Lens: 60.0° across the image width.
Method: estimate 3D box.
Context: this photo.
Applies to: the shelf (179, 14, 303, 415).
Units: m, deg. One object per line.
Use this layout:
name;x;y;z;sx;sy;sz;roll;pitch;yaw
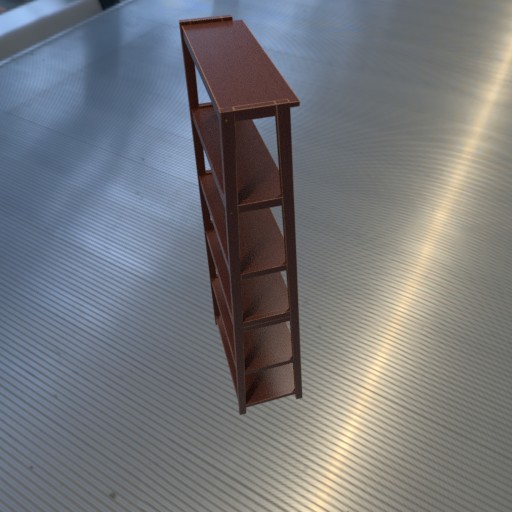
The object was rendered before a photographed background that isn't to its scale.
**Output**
shelf;0.000;0.000;2.084;0.381;1.892;0.660;-12;49;-11
